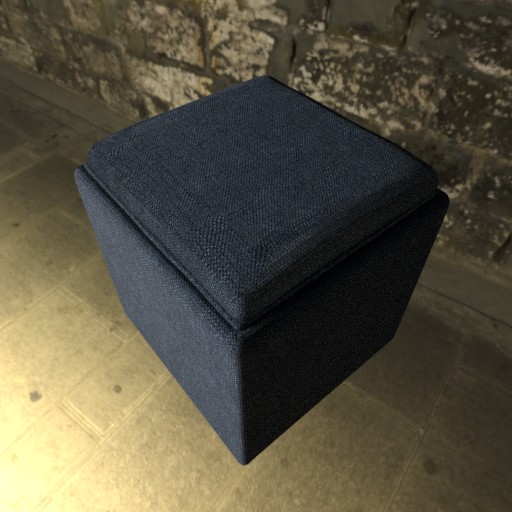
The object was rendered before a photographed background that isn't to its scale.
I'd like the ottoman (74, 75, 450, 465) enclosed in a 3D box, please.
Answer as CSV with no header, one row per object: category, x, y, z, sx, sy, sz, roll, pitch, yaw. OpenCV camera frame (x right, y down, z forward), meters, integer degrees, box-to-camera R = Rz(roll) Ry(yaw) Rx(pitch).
ottoman,0.000,0.000,0.845,0.436,0.493,0.454,-31,55,-26
